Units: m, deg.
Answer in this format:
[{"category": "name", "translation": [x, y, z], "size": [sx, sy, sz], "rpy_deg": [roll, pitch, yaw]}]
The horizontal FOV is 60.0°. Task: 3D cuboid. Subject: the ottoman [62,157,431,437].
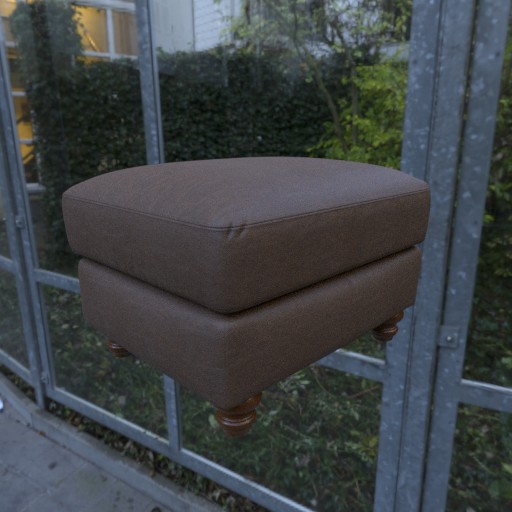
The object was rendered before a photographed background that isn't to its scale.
[{"category": "ottoman", "translation": [0.000, 0.000, 1.188], "size": [0.635, 0.508, 0.787], "rpy_deg": [15, 21, 43]}]
